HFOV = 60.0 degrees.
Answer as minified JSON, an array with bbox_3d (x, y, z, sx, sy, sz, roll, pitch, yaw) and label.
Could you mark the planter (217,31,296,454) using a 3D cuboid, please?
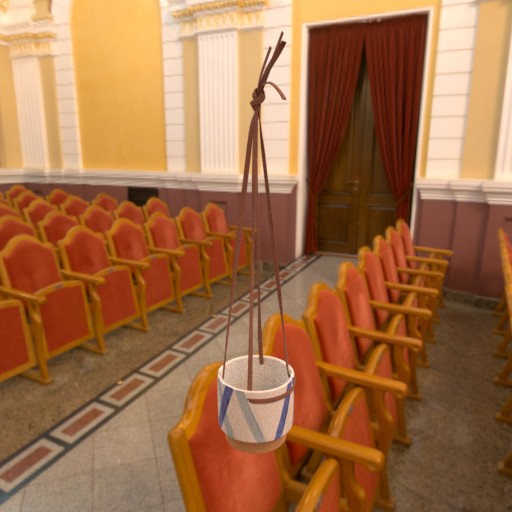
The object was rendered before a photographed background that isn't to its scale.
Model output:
[{"bbox_3d":[0.000,0.000,0.824,0.157,0.753,0.153,7,15,26],"label":"planter"}]
